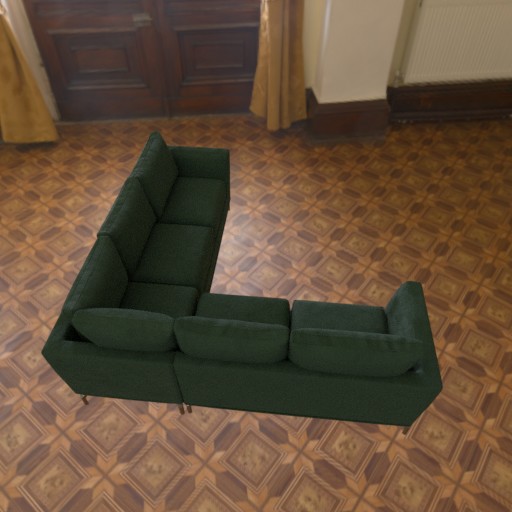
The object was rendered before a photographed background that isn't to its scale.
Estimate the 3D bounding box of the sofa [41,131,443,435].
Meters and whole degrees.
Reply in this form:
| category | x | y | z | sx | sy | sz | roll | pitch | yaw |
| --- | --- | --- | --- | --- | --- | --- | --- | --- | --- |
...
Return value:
| category | x | y | z | sx | sy | sz | roll | pitch | yaw |
| --- | --- | --- | --- | --- | --- | --- | --- | --- | --- |
| sofa | 0.000 | 0.000 | 3.698 | 2.468 | 1.004 | 2.452 | 4 | 46 | 4 |
